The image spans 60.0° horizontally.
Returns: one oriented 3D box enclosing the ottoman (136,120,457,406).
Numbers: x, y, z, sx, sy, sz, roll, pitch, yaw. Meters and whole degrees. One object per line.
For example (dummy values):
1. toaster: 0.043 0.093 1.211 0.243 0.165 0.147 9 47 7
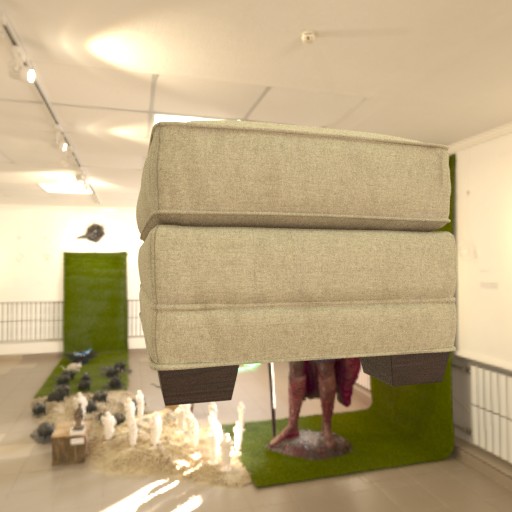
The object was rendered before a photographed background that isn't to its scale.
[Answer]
1. ottoman: 0.000 0.000 1.178 0.611 0.508 0.848 0 -1 -16
